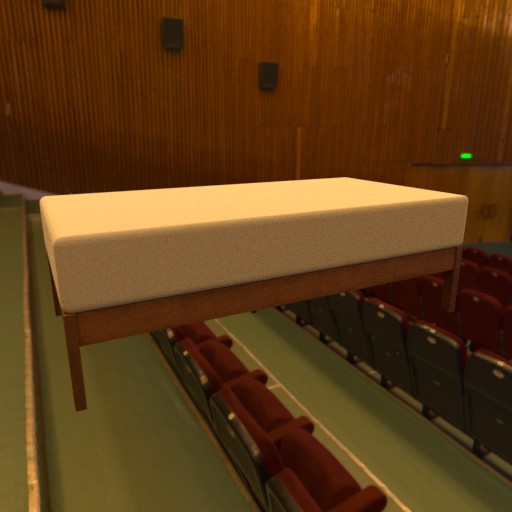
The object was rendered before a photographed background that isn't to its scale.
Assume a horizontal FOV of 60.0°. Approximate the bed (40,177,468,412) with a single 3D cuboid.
[{"bbox_3d":[0.000,0.000,2.269,1.902,0.616,0.961,-8,18,-26],"label":"bed"}]
